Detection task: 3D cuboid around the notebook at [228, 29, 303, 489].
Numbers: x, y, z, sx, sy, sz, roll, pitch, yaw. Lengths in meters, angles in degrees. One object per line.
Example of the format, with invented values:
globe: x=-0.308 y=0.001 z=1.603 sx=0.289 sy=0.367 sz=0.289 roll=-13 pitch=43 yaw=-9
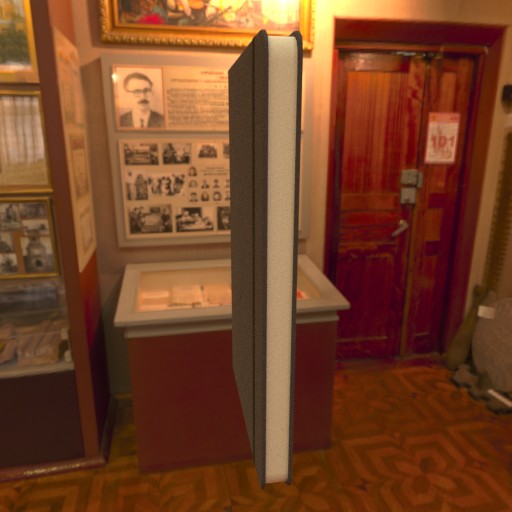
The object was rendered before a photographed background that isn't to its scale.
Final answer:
notebook: x=0.000 y=0.000 z=0.253 sx=0.016 sy=0.213 sz=0.127 roll=-3 pitch=16 yaw=-9
